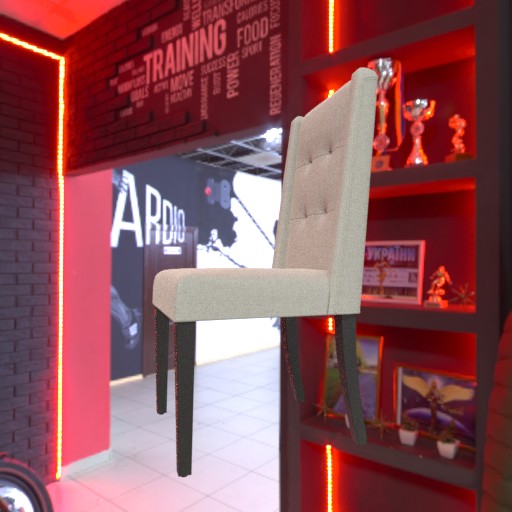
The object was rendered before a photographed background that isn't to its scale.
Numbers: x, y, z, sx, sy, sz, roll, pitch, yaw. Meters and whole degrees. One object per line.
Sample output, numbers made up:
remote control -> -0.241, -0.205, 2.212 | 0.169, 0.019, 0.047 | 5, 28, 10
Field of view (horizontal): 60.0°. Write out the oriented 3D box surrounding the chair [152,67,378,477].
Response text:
chair -> 0.000, 0.000, 1.241 | 0.523, 0.961, 0.474 | 0, -1, -19
